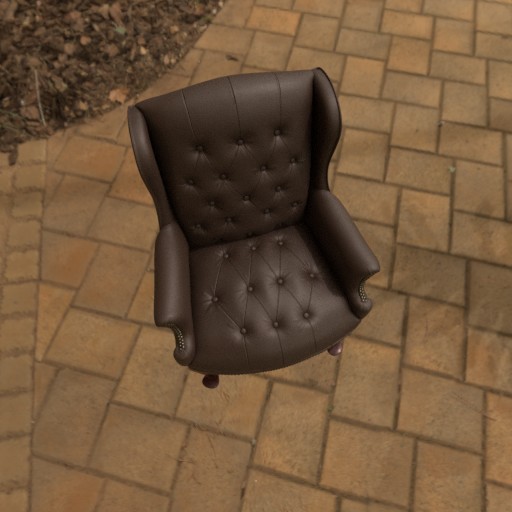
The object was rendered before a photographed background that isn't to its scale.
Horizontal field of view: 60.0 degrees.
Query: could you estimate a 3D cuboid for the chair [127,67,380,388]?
[{"bbox_3d":[0.000,0.000,1.745,0.829,1.132,0.819,-13,64,-7],"label":"chair"}]
